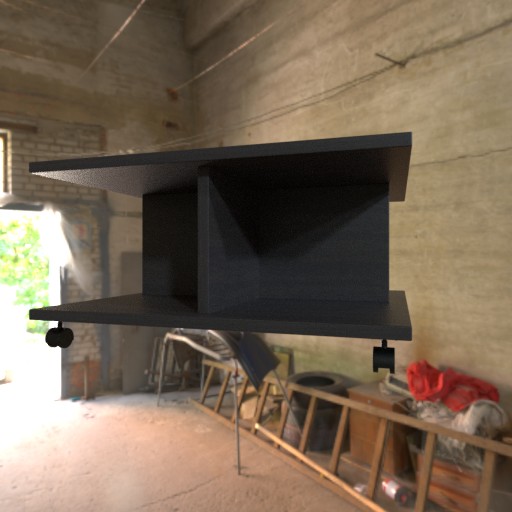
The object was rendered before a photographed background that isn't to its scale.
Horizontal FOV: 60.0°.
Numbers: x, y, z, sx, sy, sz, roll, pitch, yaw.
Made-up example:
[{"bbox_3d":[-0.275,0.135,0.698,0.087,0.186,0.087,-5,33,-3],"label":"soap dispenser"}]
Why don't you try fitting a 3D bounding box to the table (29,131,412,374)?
[{"bbox_3d":[0.000,0.000,1.180,0.762,0.396,0.762,0,0,18],"label":"table"}]
